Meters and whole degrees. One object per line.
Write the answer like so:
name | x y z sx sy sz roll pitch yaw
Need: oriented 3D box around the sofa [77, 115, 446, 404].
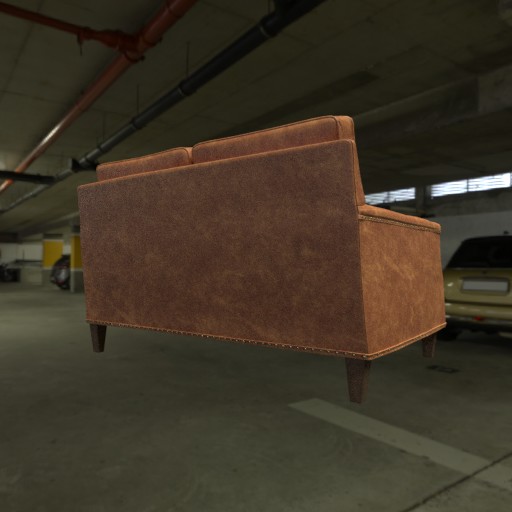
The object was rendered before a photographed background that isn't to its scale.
sofa | 0.000 0.000 2.247 1.597 1.003 1.084 -1 -1 36
